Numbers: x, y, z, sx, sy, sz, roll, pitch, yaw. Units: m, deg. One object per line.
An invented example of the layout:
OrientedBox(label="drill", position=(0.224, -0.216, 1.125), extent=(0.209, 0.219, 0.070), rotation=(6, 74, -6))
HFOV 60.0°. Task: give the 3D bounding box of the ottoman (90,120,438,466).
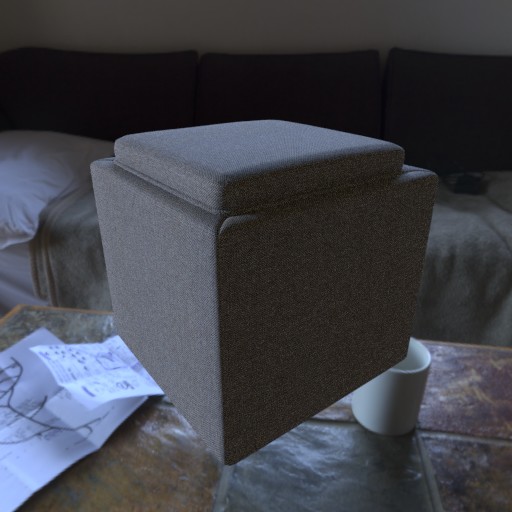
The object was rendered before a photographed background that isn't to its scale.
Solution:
OrientedBox(label="ottoman", position=(0.000, 0.000, 0.855), extent=(0.450, 0.460, 0.450), rotation=(-18, 30, -33))
